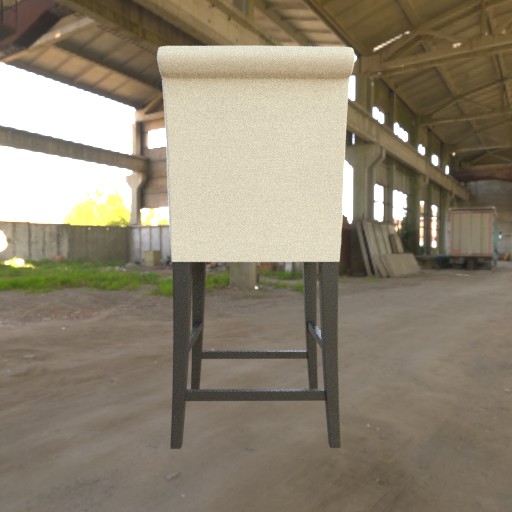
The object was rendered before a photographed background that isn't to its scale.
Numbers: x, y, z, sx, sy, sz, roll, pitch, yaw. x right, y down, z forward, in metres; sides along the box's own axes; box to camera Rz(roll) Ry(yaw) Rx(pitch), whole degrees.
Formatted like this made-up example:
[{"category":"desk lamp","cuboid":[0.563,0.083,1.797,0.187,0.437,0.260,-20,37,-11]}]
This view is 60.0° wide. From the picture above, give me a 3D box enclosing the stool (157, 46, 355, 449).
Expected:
[{"category":"stool","cuboid":[0.000,0.000,1.292,0.452,0.976,0.597,0,2,-1]}]
